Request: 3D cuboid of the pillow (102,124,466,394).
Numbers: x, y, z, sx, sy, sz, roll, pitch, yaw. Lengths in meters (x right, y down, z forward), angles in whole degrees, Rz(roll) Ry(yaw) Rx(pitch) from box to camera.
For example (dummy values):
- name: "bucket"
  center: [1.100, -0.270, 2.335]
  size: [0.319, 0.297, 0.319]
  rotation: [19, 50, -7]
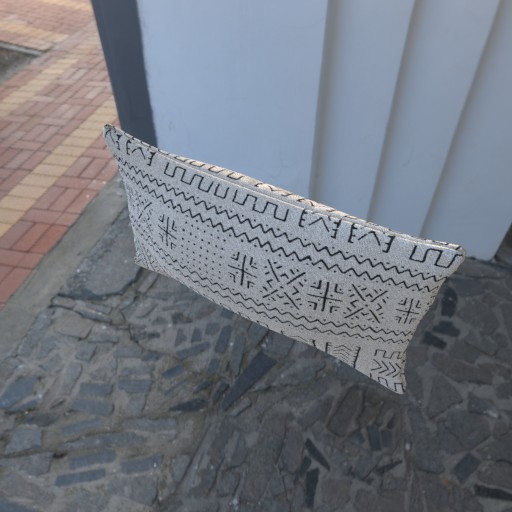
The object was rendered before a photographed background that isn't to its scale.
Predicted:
- name: "pillow"
  center: [0.000, 0.000, 0.798]
  size: [0.637, 0.352, 0.188]
  rotation: [23, 49, 22]
